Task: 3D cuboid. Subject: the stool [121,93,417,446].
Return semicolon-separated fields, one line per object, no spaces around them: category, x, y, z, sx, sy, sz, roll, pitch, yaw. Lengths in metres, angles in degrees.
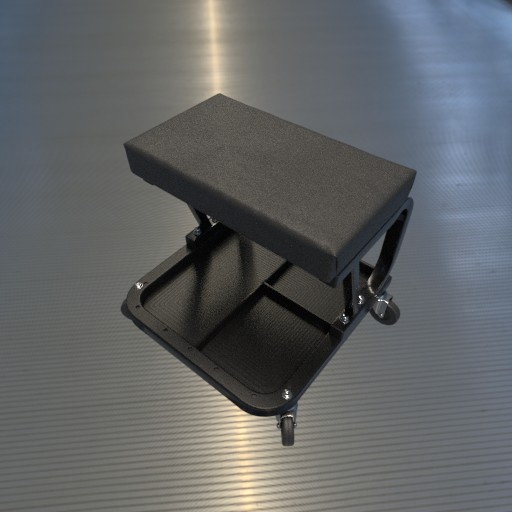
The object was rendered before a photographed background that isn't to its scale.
stool;0.000;0.000;0.752;0.446;0.380;0.371;30;53;26
